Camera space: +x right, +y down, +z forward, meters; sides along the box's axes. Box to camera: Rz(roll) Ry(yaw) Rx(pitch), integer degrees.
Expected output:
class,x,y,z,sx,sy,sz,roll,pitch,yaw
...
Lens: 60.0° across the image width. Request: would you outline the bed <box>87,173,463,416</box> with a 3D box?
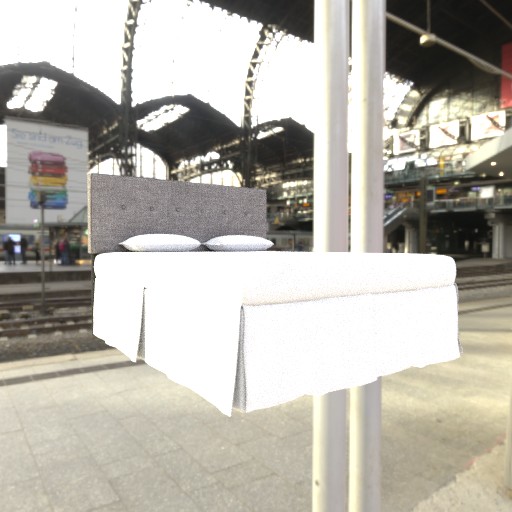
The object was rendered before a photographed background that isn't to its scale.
class,x,y,z,sx,sy,sz,roll,pitch,yaw
bed,0.000,0.000,2.877,1.621,1.168,1.958,-1,2,-36
